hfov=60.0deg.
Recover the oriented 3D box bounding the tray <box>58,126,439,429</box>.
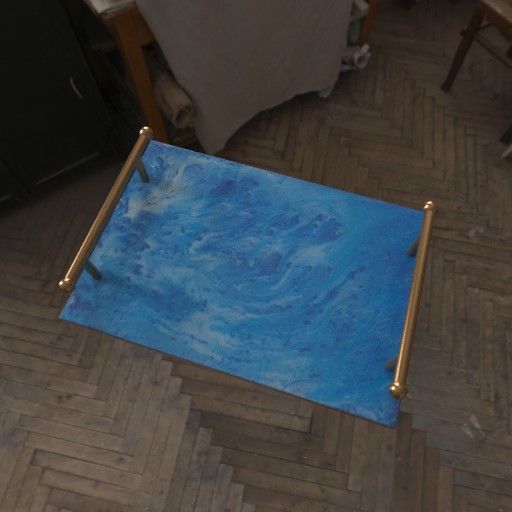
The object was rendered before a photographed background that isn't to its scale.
[{"bbox_3d":[0.000,0.000,0.585,0.444,0.084,0.304,16,67,7],"label":"tray"}]
